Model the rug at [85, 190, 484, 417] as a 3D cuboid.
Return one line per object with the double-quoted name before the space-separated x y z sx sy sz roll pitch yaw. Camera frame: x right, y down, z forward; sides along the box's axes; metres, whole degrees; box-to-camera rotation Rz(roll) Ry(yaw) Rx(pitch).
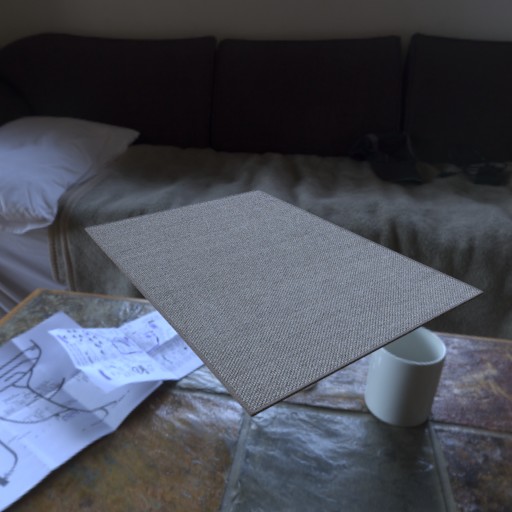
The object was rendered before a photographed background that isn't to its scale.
"rug" 0.000 0.000 2.759 1.517 0.013 2.115 -17 31 -31
